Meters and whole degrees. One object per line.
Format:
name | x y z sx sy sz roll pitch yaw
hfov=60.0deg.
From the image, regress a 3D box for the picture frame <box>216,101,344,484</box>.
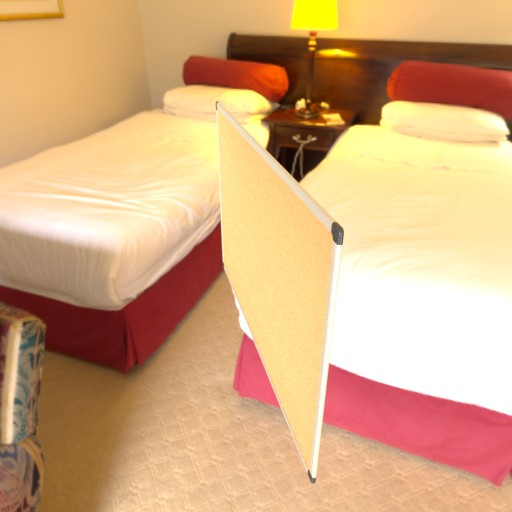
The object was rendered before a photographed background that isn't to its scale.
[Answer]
picture frame | 0.000 0.000 1.146 0.010 0.600 0.900 -8 32 -13
